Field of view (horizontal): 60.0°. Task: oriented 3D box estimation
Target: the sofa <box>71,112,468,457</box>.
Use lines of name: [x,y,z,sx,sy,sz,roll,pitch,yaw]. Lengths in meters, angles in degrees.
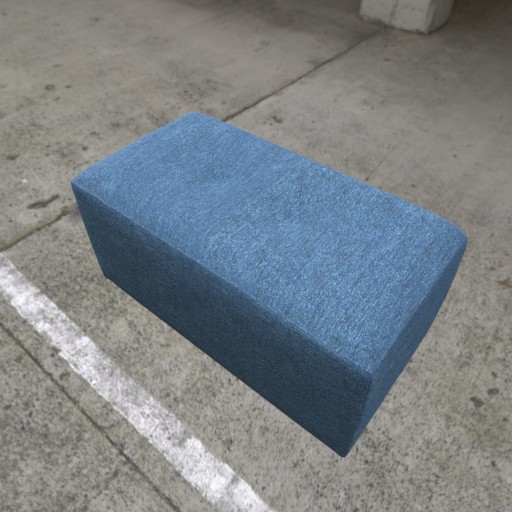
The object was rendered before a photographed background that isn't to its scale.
sofa: [0.000,0.000,1.226,0.930,0.470,0.480,30,53,26]
